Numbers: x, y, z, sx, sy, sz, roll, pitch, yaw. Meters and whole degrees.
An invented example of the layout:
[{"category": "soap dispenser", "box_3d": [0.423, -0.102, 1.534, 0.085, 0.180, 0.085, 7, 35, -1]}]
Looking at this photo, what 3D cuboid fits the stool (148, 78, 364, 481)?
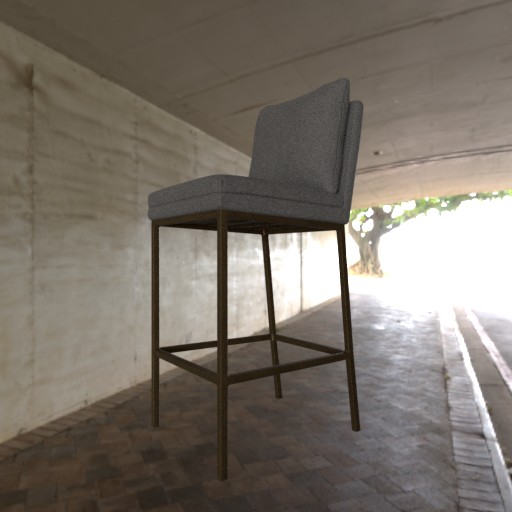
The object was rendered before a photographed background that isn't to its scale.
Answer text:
[{"category": "stool", "box_3d": [0.000, 0.000, 1.446, 0.569, 1.130, 0.463, 0, 0, -36]}]
